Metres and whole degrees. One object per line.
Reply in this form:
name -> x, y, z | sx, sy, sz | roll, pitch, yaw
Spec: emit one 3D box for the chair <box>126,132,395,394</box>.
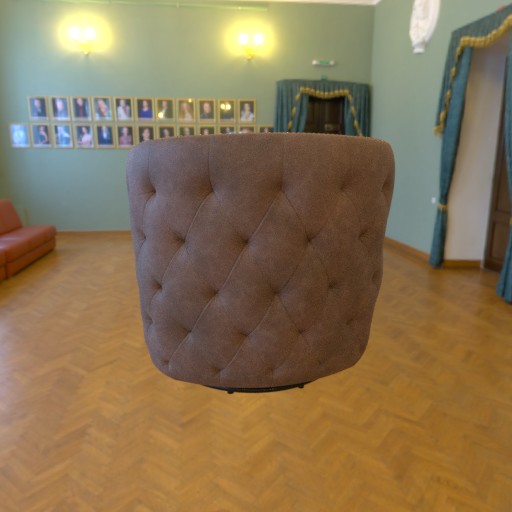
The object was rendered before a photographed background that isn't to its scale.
chair -> 0.000, 0.000, 1.547 | 0.850, 0.790, 0.870 | -2, 13, -8
